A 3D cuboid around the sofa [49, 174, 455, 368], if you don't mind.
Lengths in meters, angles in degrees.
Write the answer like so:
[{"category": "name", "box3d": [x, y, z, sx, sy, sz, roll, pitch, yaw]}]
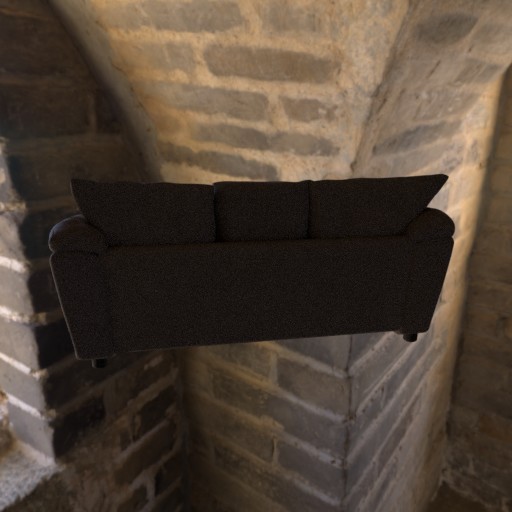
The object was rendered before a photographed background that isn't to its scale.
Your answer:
[{"category": "sofa", "box3d": [0.000, 0.000, 2.846, 2.336, 1.073, 0.878, -3, 16, -10]}]
